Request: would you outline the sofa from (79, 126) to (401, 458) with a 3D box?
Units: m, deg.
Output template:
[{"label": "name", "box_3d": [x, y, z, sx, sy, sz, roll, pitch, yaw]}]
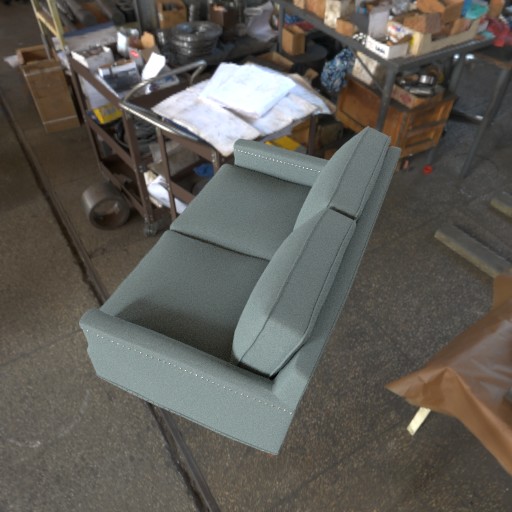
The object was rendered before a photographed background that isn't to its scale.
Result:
[{"label": "sofa", "box_3d": [0.000, 0.000, 2.327, 1.084, 1.003, 1.597, 18, 49, 16]}]
